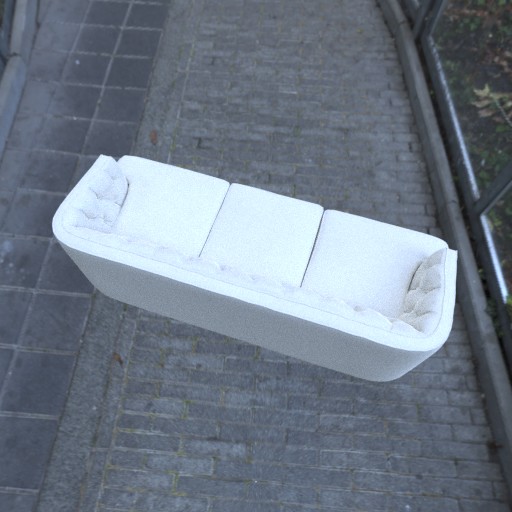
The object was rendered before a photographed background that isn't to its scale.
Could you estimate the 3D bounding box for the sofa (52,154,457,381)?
[{"bbox_3d":[0.000,0.000,2.782,2.278,0.855,0.941,16,64,8],"label":"sofa"}]
